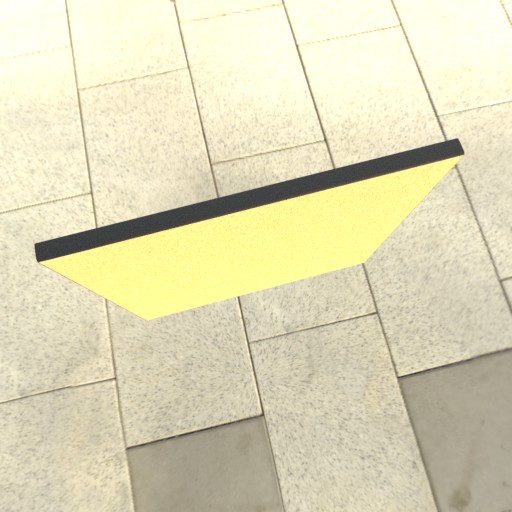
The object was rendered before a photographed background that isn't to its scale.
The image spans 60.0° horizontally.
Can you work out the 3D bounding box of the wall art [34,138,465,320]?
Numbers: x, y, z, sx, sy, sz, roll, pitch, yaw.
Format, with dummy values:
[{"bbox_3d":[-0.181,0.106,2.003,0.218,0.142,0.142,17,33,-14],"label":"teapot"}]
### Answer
[{"bbox_3d":[0.000,0.000,0.675,0.456,0.453,0.022,-15,75,-4],"label":"wall art"}]
